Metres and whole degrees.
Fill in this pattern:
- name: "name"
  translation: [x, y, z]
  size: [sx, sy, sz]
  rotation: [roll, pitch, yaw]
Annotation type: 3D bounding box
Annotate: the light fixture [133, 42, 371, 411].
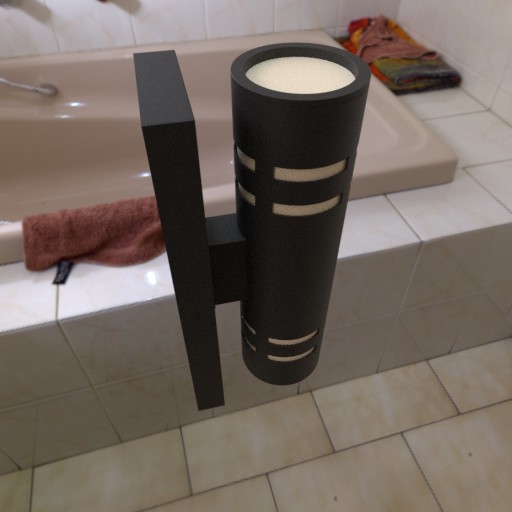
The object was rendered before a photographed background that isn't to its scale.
- name: "light fixture"
  translation: [0.000, 0.000, 0.399]
  size: [0.149, 0.330, 0.105]
  rotation: [-10, 46, -9]
